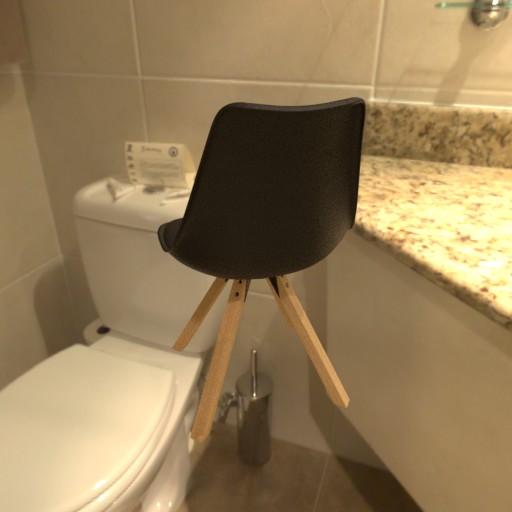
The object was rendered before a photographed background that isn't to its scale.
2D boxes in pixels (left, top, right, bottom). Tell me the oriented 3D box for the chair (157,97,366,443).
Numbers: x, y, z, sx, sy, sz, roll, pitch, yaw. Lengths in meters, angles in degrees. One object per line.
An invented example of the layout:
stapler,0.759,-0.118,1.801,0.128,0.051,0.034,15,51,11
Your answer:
chair,0.000,0.000,1.168,0.485,0.850,0.549,-8,28,-15
